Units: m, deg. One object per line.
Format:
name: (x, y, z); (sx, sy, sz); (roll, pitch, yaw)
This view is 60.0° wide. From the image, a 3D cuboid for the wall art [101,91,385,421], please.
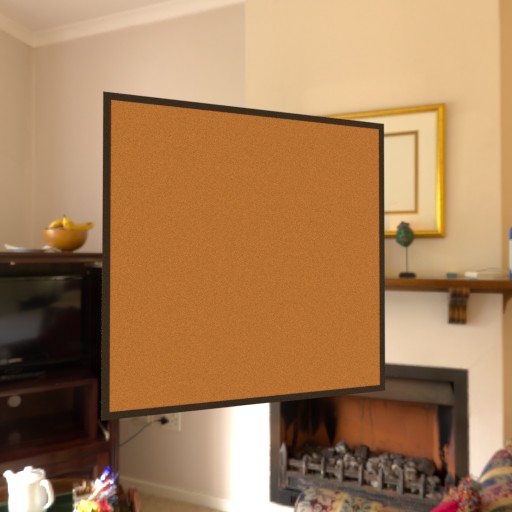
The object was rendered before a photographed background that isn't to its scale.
wall art: (0.000, 0.000, 1.164); (0.763, 0.763, 0.038); (0, -1, -18)
